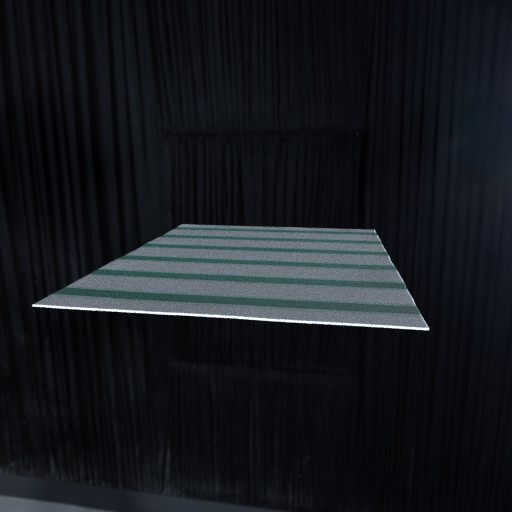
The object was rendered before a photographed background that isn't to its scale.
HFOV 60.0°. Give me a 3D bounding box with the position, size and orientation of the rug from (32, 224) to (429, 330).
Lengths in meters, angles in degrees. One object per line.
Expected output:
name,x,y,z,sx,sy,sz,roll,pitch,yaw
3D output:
rug,0.000,0.000,4.102,2.434,0.019,3.041,2,14,9
